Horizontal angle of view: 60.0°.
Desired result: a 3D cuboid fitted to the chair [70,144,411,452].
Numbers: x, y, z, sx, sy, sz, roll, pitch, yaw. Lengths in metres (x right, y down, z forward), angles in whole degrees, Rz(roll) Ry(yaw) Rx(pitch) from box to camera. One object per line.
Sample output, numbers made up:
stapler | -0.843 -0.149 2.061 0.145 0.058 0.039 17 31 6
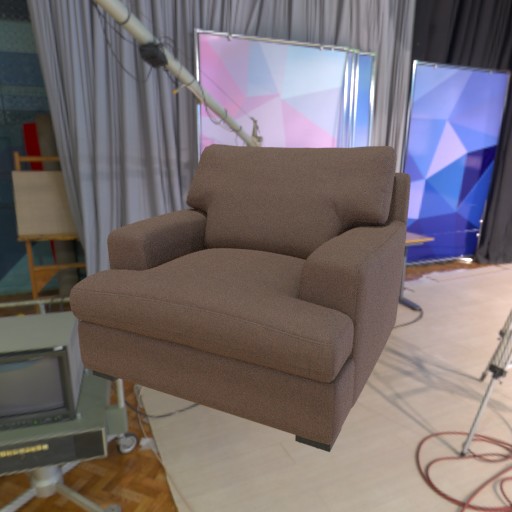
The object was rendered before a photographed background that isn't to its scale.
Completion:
chair | 0.000 0.000 1.962 1.168 0.940 1.143 8 17 26
